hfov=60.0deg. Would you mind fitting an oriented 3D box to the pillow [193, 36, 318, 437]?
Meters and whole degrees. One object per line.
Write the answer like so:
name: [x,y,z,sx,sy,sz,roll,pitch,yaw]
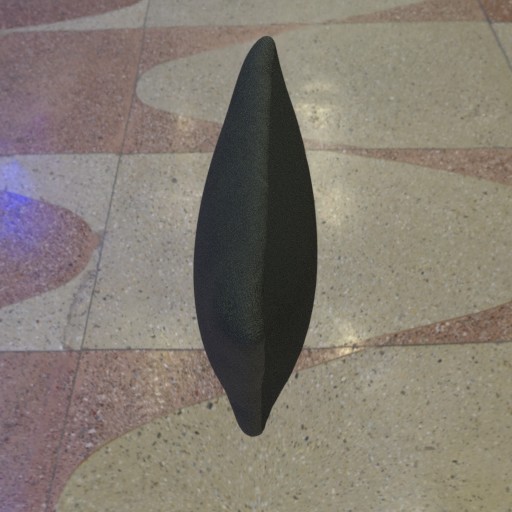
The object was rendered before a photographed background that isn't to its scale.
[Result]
pillow: [0.000,0.000,0.791,0.210,0.523,0.533,2,58,1]
